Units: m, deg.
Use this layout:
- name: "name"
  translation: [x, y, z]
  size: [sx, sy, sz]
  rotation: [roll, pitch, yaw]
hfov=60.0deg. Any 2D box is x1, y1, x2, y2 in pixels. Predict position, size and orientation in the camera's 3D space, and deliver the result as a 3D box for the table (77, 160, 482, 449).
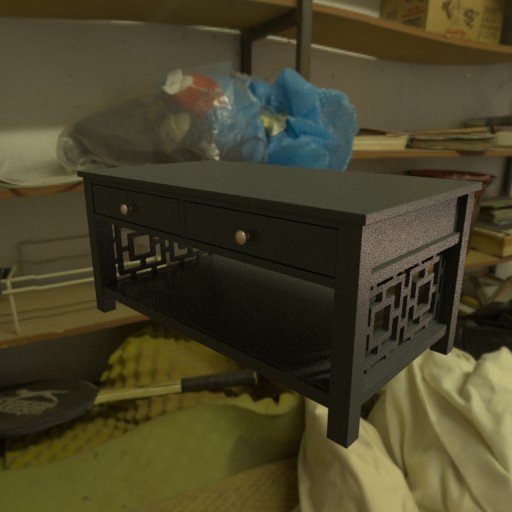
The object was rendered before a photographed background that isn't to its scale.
- name: "table"
  translation: [0.000, 0.000, 1.379]
  size: [1.068, 0.493, 0.612]
  rotation: [15, 22, 41]
